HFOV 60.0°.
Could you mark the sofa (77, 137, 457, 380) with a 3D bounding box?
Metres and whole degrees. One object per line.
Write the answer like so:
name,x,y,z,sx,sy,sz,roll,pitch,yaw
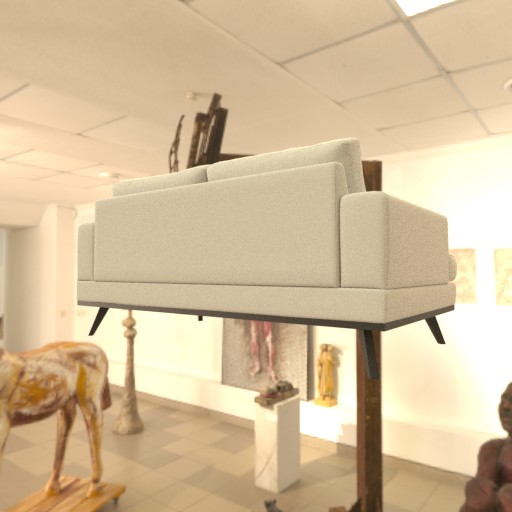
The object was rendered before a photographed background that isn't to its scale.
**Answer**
sofa,0.000,0.000,2.166,1.650,0.810,0.920,-1,-2,37
